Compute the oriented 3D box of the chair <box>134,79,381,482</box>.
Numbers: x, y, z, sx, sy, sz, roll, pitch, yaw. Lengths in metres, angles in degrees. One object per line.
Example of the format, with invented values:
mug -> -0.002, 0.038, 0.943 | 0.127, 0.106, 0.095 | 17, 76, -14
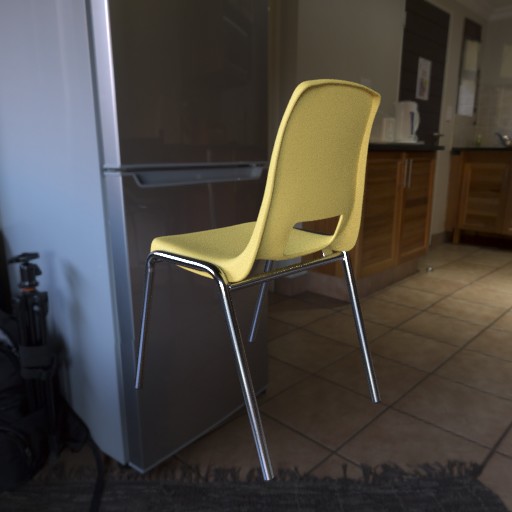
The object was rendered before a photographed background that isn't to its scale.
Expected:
chair -> 0.000, 0.000, 0.932 | 0.381, 0.653, 0.436 | -13, 19, -42
